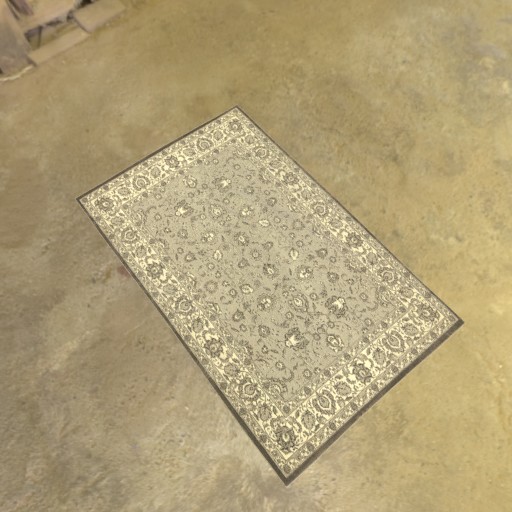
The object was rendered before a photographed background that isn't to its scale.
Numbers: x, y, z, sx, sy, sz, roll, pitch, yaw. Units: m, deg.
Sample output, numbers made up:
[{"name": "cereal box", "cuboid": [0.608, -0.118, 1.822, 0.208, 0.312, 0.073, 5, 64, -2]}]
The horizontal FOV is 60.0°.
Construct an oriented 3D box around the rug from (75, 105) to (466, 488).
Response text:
[{"name": "rug", "cuboid": [0.000, 0.000, 3.073, 1.524, 0.011, 2.438, -35, 68, -16]}]
